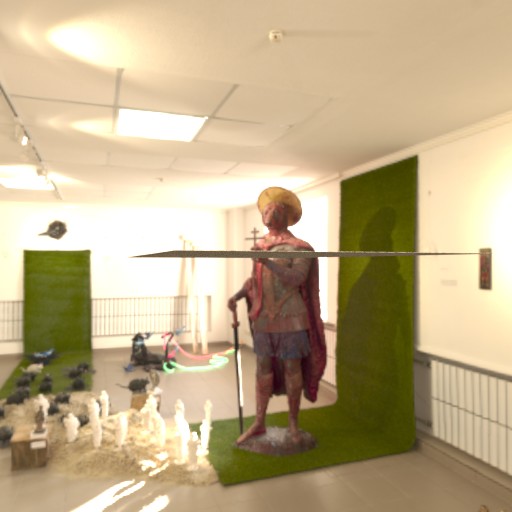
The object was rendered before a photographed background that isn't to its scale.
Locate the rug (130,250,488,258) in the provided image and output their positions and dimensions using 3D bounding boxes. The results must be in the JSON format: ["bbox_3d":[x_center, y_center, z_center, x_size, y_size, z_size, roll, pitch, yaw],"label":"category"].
[{"bbox_3d":[0.000,0.000,3.010,1.524,0.005,2.439,0,-1,-20],"label":"rug"}]
